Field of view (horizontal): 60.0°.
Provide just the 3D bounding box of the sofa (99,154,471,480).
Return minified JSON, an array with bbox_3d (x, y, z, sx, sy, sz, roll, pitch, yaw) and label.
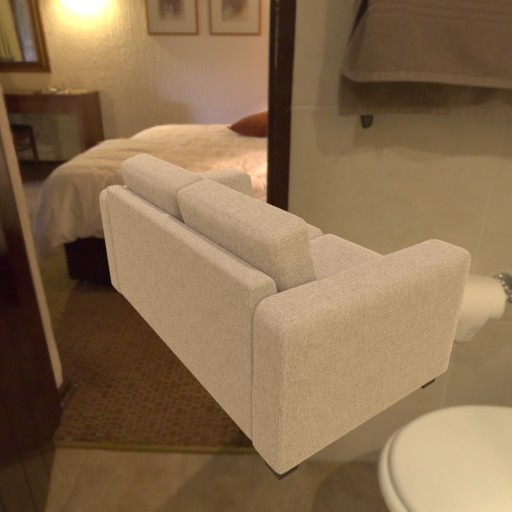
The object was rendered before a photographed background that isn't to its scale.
[{"bbox_3d":[0.000,0.000,1.984,0.900,0.800,1.540,-16,29,-32],"label":"sofa"}]
